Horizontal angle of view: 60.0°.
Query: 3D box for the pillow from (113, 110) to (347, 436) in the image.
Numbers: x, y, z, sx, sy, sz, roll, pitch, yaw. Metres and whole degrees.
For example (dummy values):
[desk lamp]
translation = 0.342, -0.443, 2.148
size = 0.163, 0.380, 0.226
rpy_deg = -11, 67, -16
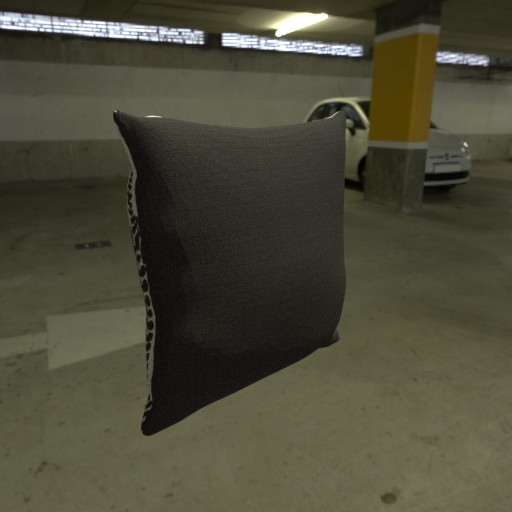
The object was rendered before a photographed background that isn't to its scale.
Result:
[pillow]
translation = 0.000, 0.000, 0.695
size = 0.440, 0.441, 0.182
rpy_deg = -15, 22, -41
